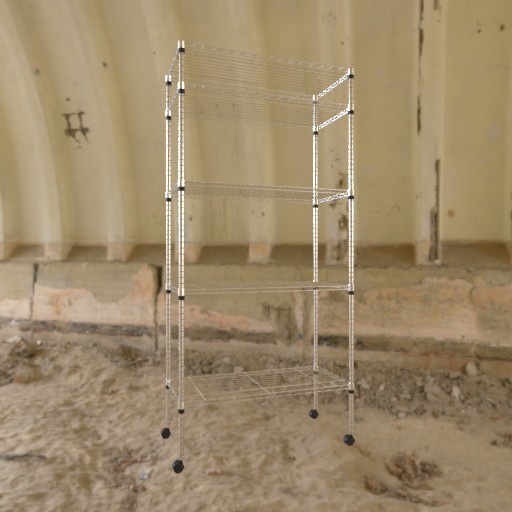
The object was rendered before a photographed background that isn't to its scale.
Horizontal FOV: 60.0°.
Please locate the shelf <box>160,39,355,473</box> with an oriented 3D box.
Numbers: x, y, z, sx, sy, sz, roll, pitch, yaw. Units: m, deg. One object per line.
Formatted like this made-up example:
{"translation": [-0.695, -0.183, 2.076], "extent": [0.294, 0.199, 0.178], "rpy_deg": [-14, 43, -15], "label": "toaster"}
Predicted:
{"translation": [0.000, 0.000, 1.904], "extent": [0.762, 1.587, 0.356], "rpy_deg": [0, 0, -19], "label": "shelf"}
